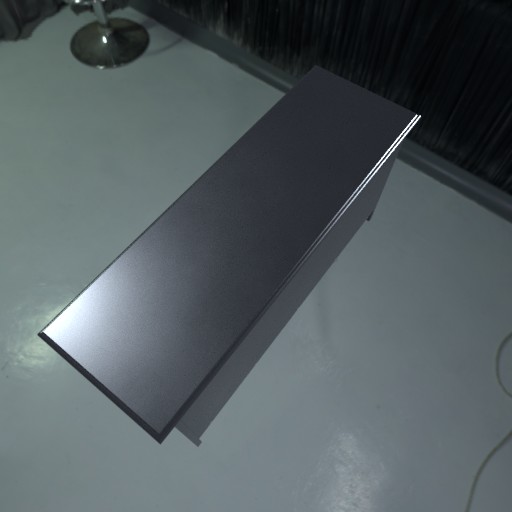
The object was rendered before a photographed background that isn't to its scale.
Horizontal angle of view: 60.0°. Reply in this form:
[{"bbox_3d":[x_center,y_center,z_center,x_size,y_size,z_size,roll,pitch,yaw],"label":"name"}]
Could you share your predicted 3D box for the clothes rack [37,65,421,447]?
[{"bbox_3d":[0.000,0.000,1.480,0.406,0.556,1.219,34,66,17],"label":"clothes rack"}]
